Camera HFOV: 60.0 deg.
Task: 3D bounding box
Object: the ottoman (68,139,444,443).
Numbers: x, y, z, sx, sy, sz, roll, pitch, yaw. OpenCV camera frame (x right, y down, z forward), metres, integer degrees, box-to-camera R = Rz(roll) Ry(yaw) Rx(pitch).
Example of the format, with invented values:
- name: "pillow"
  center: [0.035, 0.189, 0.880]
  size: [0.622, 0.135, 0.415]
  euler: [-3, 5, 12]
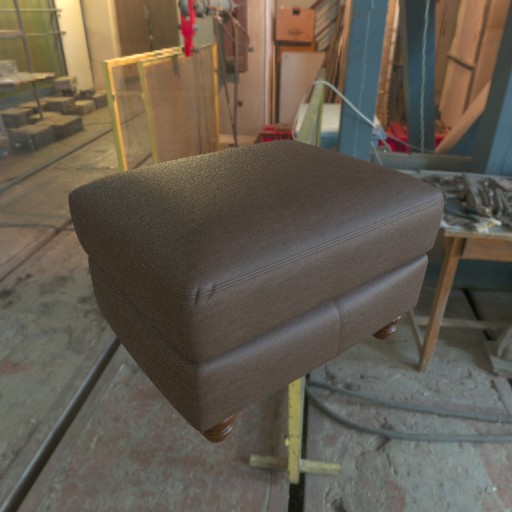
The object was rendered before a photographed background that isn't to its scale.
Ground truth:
- name: "ottoman"
  center: [0.000, 0.000, 1.206]
  size: [0.787, 0.508, 0.635]
  euler: [-20, 35, -32]
